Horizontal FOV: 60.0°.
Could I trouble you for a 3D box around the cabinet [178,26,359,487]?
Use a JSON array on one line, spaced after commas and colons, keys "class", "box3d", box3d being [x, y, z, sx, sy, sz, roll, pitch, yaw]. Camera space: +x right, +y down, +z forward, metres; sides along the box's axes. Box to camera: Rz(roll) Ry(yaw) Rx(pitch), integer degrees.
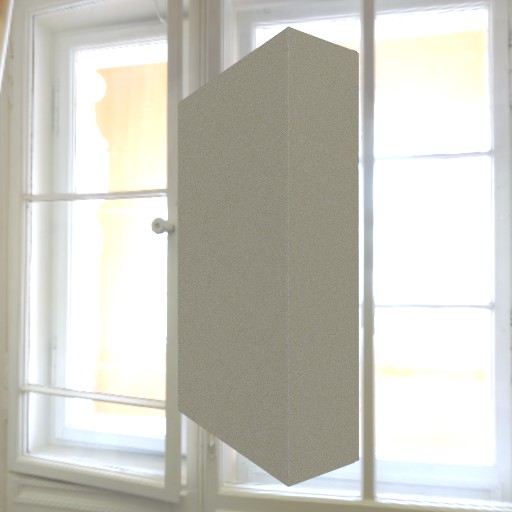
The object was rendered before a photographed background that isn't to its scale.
[{"class": "cabinet", "box3d": [0.000, 0.000, 2.721, 0.480, 2.160, 1.250, 0, 0, -34]}]
